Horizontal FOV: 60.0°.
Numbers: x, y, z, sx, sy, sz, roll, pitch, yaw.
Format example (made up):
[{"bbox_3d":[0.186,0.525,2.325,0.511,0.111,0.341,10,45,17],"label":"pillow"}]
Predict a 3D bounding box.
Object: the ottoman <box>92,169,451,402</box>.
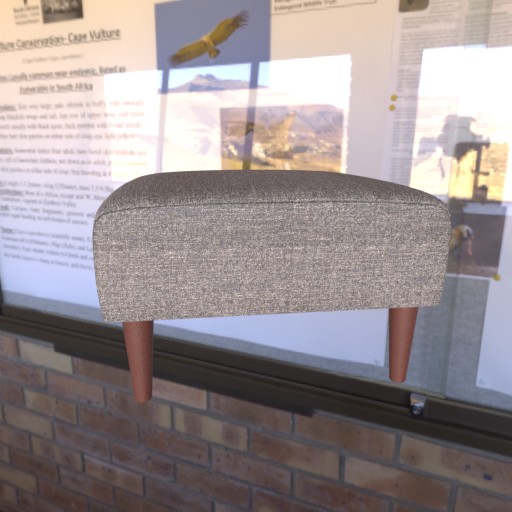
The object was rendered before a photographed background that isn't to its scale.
[{"bbox_3d":[0.000,0.000,1.087,0.648,0.399,0.655,-2,14,-8],"label":"ottoman"}]
